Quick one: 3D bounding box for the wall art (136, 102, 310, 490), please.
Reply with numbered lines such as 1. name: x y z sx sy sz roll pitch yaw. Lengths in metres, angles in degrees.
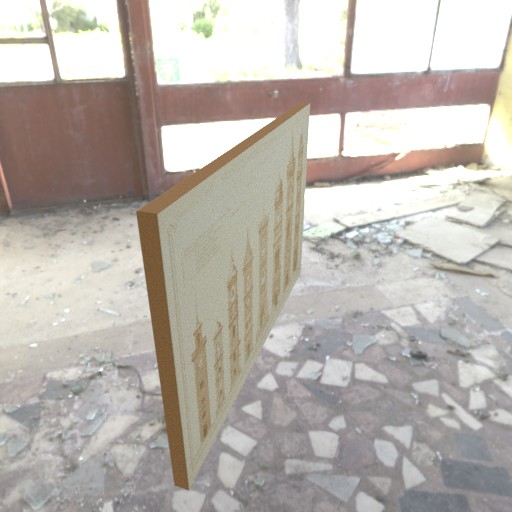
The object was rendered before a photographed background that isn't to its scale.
1. wall art: 0.000 0.000 1.138 0.033 0.608 0.915 10 30 17
